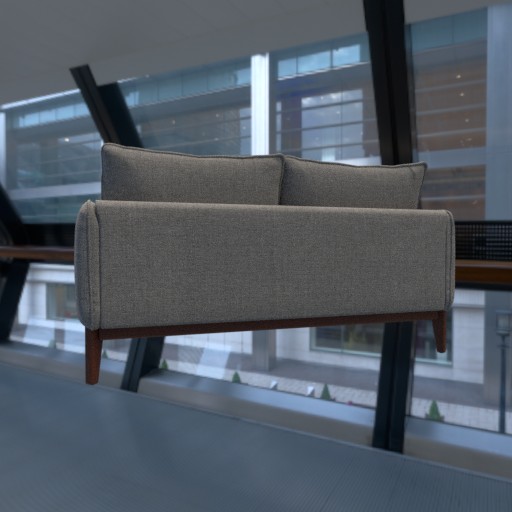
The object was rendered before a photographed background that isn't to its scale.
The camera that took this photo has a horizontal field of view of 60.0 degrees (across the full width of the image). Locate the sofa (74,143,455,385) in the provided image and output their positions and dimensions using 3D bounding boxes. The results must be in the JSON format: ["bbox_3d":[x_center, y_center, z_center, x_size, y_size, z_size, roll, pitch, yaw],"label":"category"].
[{"bbox_3d":[0.000,0.000,2.138,1.580,0.851,0.972,0,1,-18],"label":"sofa"}]
